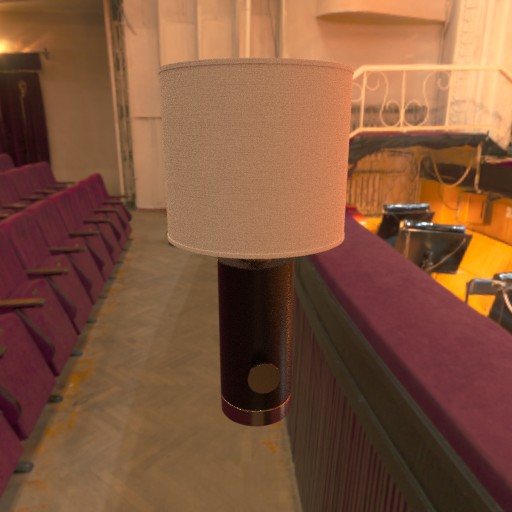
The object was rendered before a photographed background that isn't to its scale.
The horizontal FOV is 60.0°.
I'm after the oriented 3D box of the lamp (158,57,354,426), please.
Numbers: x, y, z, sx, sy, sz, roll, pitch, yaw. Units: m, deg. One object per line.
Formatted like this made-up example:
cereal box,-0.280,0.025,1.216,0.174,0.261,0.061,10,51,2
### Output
lamp,0.000,0.000,0.623,0.241,0.482,0.240,-2,17,-8
